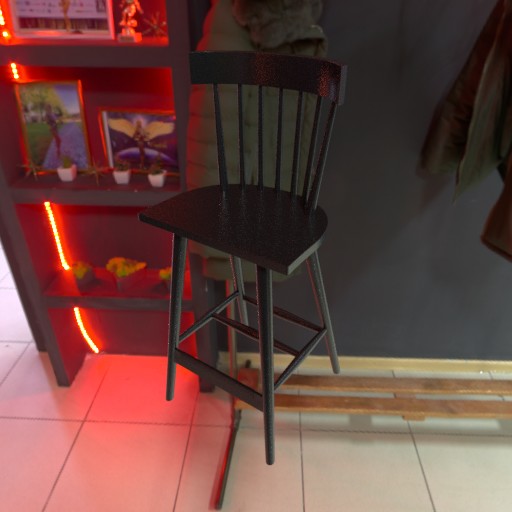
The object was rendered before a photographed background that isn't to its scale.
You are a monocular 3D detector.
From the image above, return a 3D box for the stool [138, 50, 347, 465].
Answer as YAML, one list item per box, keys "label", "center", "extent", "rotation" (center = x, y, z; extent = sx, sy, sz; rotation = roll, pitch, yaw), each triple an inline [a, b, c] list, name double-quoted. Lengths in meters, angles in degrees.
- label: "stool"
  center: [0.000, 0.000, 1.334]
  extent: [0.482, 1.092, 0.483]
  rotation: [20, 36, 29]
